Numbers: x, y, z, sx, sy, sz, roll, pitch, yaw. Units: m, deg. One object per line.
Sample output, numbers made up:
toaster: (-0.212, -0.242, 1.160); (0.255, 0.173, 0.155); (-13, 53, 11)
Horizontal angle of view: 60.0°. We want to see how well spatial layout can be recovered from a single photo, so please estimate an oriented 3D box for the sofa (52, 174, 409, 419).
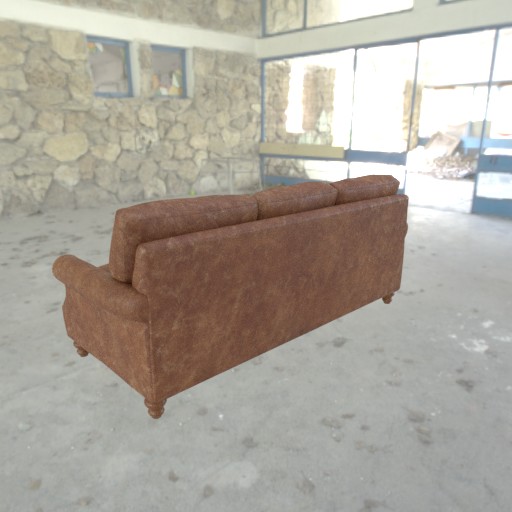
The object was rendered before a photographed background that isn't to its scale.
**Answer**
sofa: (0.000, 0.000, 2.897); (2.351, 0.977, 0.973); (-15, 21, -42)
